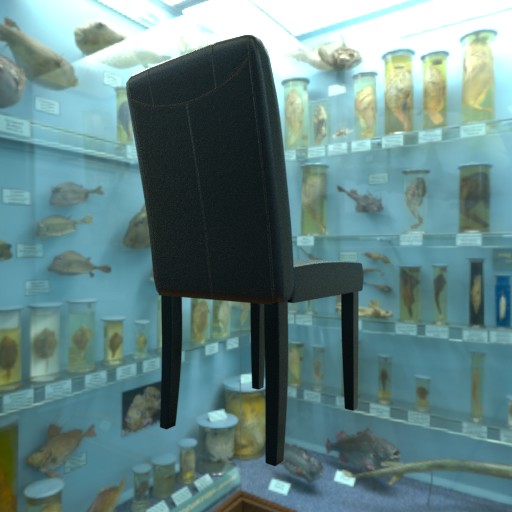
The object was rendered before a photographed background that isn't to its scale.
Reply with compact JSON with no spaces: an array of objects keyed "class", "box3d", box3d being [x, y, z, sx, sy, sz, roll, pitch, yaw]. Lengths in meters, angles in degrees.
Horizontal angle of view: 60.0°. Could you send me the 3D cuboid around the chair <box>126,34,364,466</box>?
[{"class":"chair","box3d":[0.000,0.000,1.194,0.399,0.897,0.556,0,1,36]}]
